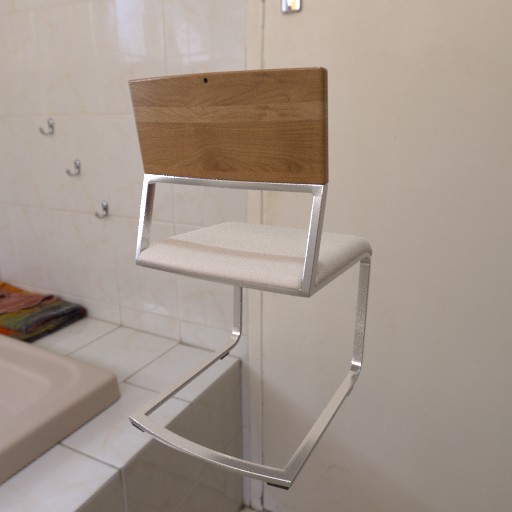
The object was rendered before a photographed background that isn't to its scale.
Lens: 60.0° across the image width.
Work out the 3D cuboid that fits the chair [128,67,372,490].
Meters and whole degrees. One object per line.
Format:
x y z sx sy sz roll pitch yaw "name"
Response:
0.000 0.000 1.148 0.467 0.844 0.585 9 18 28 "chair"
